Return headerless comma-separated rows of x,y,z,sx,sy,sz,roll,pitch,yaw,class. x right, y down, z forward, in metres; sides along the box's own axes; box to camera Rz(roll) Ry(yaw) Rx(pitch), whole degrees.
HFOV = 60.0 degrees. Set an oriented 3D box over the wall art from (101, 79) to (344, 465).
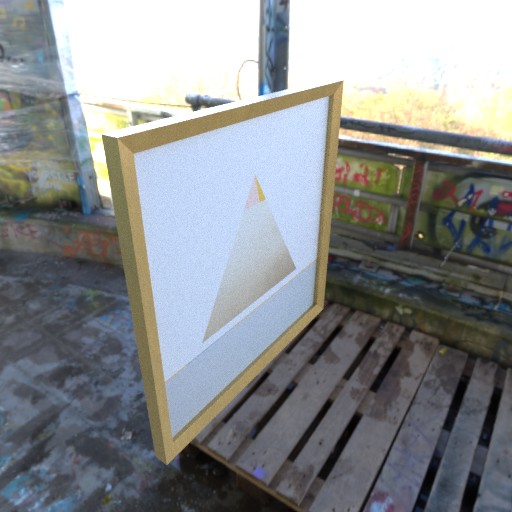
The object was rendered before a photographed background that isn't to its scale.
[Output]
0.000,0.000,2.867,0.097,1.936,1.935,19,35,31,wall art
